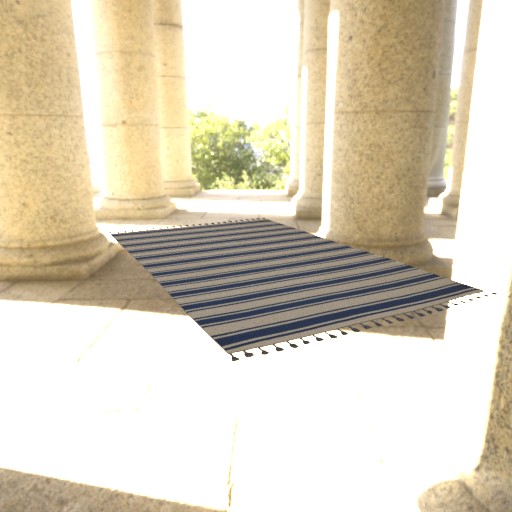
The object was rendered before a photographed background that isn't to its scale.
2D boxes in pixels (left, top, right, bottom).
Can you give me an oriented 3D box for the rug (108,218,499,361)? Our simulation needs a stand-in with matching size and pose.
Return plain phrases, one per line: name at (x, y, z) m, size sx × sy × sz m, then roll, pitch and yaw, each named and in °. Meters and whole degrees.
rug at (0.000, 0.000, 2.482) m, size 1.248 × 0.009 × 2.108 m, roll -8°, pitch 17°, yaw -27°
